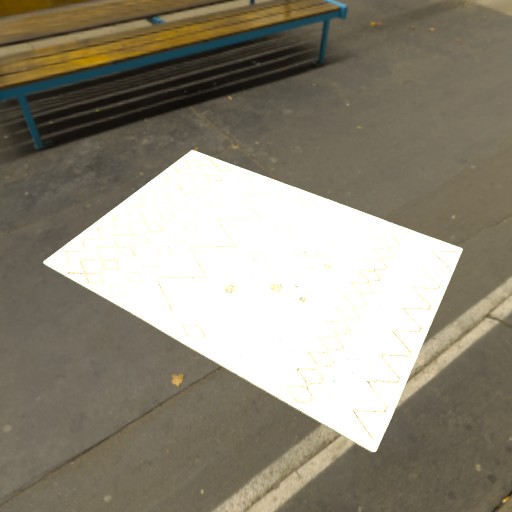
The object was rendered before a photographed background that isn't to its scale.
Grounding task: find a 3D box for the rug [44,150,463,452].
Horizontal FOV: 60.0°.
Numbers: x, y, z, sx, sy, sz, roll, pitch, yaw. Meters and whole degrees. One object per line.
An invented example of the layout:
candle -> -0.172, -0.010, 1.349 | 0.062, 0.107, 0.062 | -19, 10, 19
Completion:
rug -> 0.000, 0.000, 2.331 | 1.820, 0.009, 1.260 | 24, 50, 22
